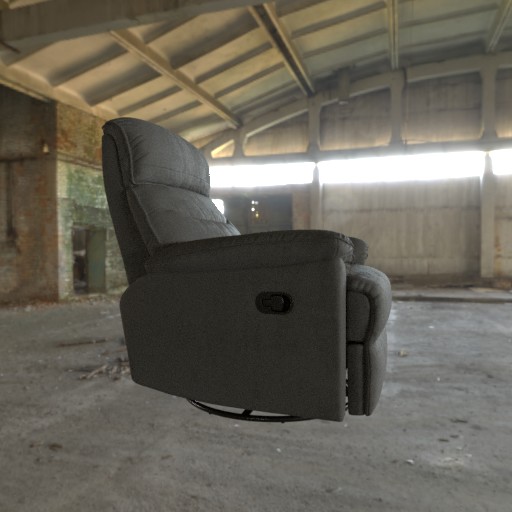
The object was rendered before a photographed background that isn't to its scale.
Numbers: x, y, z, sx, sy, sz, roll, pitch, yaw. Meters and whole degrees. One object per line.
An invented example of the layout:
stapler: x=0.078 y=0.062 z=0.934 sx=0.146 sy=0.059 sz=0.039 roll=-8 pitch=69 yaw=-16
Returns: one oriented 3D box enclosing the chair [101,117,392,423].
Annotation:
chair: x=0.000 y=0.000 z=1.712 sx=1.004 sy=1.037 sz=0.820 roll=0 pitch=1 yaw=18
